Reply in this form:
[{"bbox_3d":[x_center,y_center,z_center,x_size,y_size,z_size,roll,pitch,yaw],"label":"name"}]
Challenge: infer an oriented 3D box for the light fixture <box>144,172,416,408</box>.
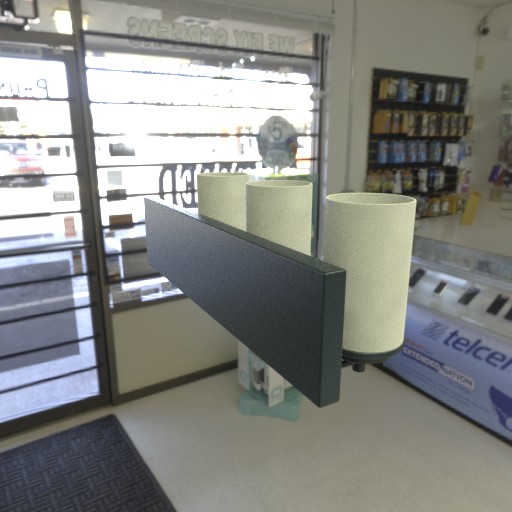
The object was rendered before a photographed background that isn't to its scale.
[{"bbox_3d":[0.000,0.000,0.537,0.145,0.172,0.451,-8,17,-28],"label":"light fixture"}]
